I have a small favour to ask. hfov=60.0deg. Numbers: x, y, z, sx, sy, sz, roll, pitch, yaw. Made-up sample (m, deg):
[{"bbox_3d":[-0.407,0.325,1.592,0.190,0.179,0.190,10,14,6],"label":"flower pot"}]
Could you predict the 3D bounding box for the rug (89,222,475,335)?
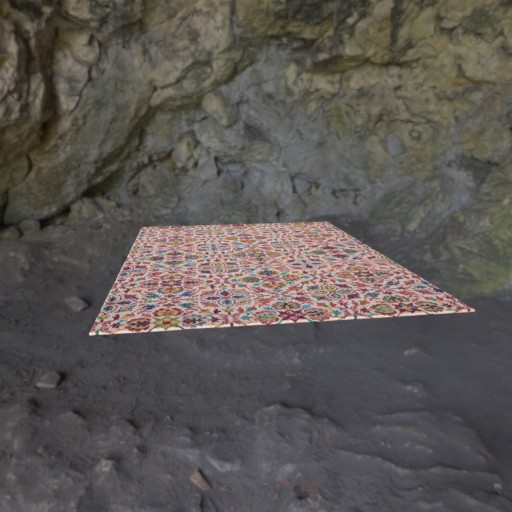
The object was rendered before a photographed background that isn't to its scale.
[{"bbox_3d":[0.000,0.000,4.275,2.446,0.020,3.215,-2,15,-8],"label":"rug"}]
